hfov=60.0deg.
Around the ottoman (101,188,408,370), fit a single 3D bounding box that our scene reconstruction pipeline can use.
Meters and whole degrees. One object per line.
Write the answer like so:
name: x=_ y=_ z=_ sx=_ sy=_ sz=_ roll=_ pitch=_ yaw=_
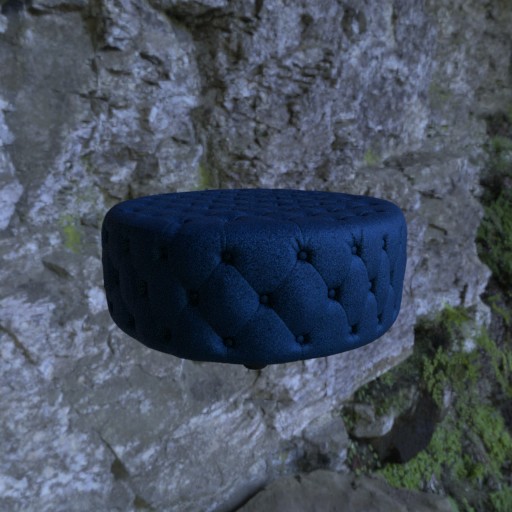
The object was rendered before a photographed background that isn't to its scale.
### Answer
ottoman: x=0.000 y=0.000 z=1.532 sx=0.998 sy=0.398 sz=0.998 roll=0 pitch=14 yaw=0
